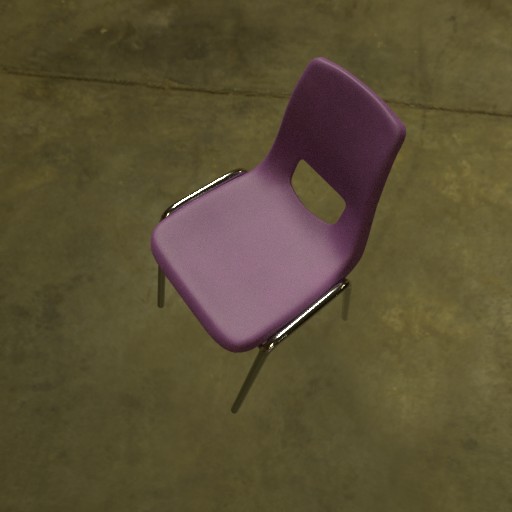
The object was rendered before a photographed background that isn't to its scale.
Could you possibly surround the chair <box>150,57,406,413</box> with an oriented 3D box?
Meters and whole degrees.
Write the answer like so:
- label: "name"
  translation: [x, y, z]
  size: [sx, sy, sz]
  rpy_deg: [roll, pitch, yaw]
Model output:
- label: "chair"
  translation: [0.000, 0.000, 0.956]
  size: [0.432, 0.704, 0.381]
  rpy_deg: [-34, 68, -16]
